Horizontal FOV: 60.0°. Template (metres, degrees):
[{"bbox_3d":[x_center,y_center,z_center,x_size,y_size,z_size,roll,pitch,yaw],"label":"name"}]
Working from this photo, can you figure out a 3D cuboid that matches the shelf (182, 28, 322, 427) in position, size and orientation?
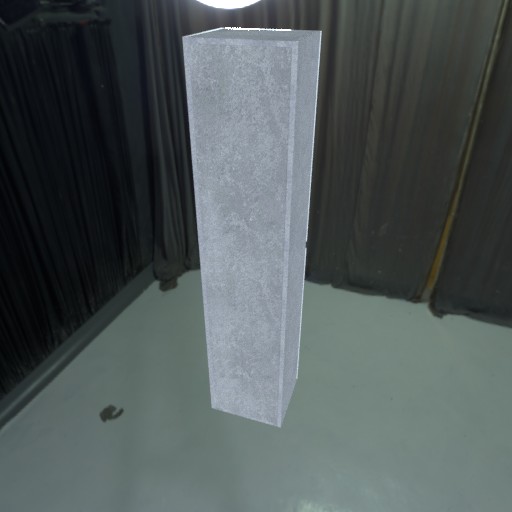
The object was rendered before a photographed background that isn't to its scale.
[{"bbox_3d":[0.000,0.000,1.554,0.300,1.400,0.270,10,33,16],"label":"shelf"}]
